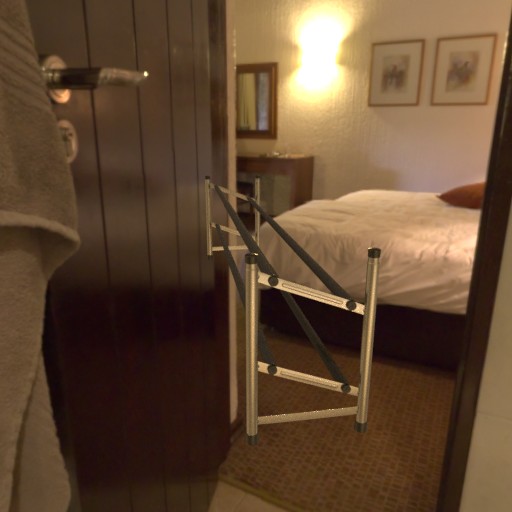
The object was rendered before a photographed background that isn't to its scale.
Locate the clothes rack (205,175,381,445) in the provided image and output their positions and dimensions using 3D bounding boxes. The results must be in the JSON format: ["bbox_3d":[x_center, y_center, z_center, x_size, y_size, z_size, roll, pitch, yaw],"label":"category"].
[{"bbox_3d":[0.000,0.000,1.302,0.229,0.349,1.168,-3,17,-9],"label":"clothes rack"}]
